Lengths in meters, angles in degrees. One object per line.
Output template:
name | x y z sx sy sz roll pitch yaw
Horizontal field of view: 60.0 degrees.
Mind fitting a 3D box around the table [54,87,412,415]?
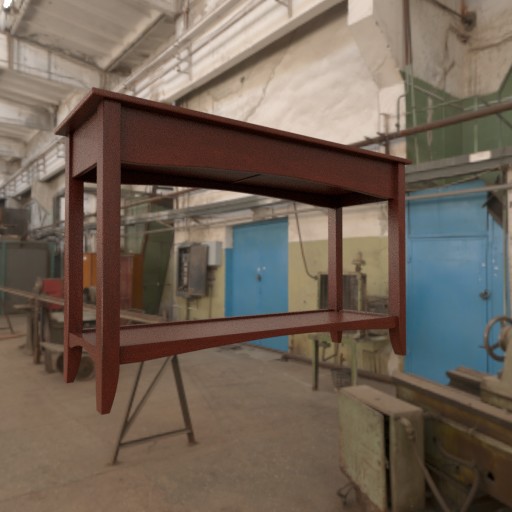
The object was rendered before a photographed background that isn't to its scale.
table | 0.000 0.000 1.491 1.188 0.739 0.392 1 -1 -36
